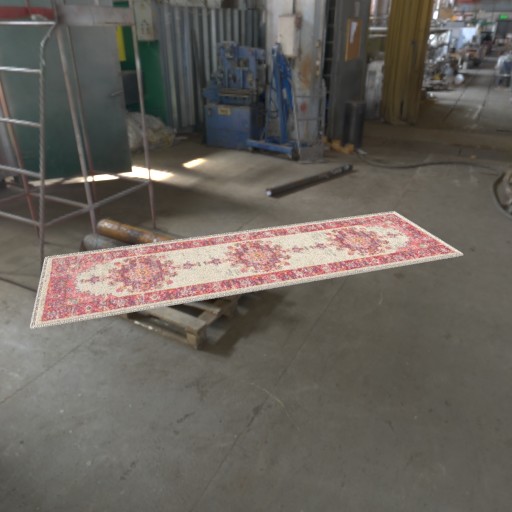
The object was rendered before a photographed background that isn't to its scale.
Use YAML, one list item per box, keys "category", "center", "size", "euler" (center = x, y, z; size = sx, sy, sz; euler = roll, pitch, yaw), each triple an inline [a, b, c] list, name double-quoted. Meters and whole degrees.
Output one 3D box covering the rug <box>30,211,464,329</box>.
- category: "rug"
  center: [0.000, 0.000, 2.015]
  size: [1.824, 0.009, 0.562]
  euler: [-8, 29, -16]
